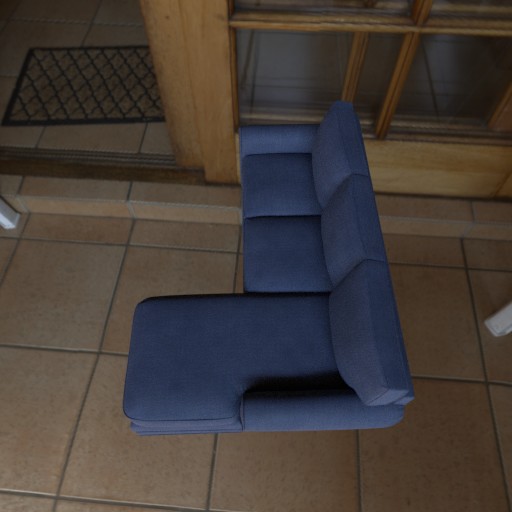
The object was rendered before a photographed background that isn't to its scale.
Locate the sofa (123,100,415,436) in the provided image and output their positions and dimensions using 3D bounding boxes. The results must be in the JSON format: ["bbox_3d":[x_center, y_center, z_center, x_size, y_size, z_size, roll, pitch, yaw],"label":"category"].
[{"bbox_3d":[0.000,0.000,3.414,1.780,1.063,2.567,-1,60,-1],"label":"sofa"}]
